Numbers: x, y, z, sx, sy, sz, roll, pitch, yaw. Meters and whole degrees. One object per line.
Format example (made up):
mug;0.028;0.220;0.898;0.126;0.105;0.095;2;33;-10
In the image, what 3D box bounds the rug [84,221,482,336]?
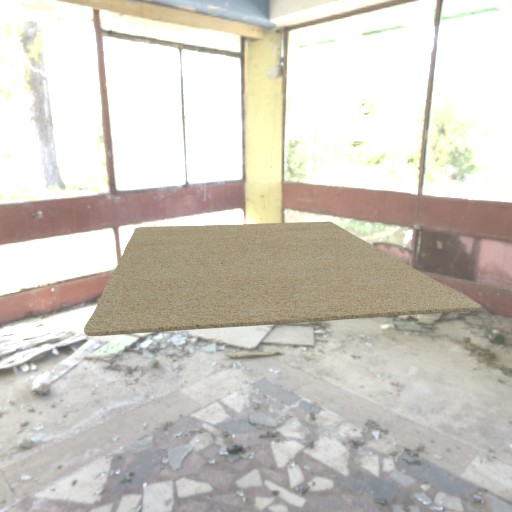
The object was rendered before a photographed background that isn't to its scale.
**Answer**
rug;0.000;0.000;4.007;2.401;0.025;3.001;-2;15;-9
